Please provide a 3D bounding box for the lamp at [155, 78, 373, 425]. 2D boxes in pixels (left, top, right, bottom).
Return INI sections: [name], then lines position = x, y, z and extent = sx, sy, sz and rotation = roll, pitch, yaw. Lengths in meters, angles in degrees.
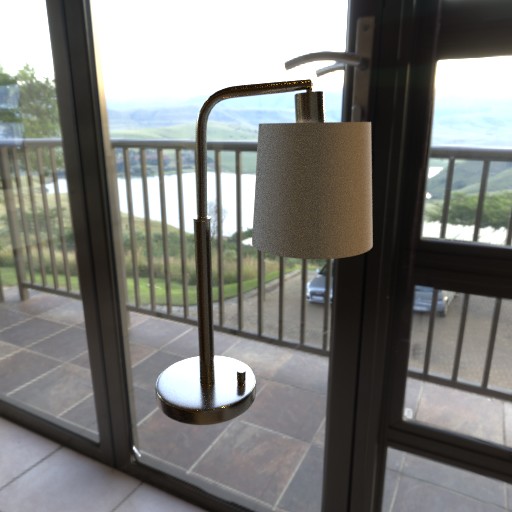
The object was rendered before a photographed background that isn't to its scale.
[lamp]
position = 0.000, 0.000, 0.658
extent = 0.333, 0.489, 0.171
rotation = 3, 17, 9
